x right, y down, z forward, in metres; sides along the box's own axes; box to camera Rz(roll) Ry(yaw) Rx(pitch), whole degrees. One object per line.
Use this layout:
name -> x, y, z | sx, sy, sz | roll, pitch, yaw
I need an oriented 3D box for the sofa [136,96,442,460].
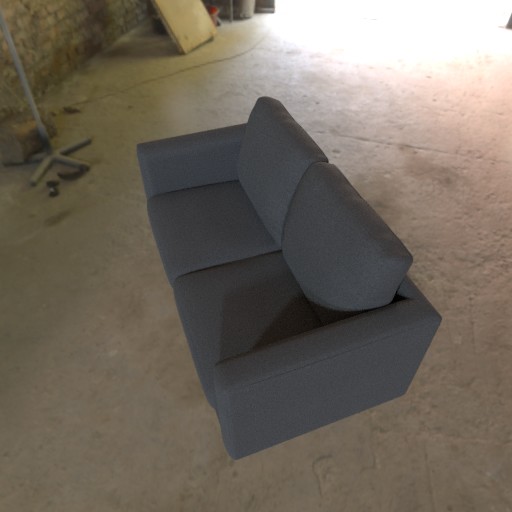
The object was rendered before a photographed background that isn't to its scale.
sofa -> 0.000, 0.000, 1.987 | 0.796, 0.908, 1.430 | -15, 48, -14
